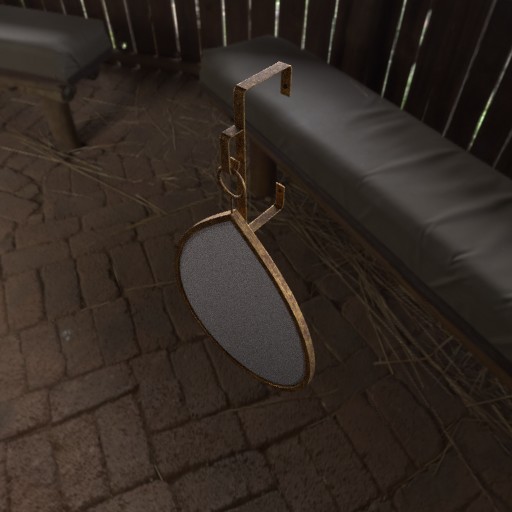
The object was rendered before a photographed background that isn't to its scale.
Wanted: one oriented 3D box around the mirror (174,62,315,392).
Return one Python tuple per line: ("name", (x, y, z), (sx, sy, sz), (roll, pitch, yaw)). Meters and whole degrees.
("mirror", (0.000, 0.000, 0.902), (0.405, 0.744, 0.144), (33, 56, 26))
